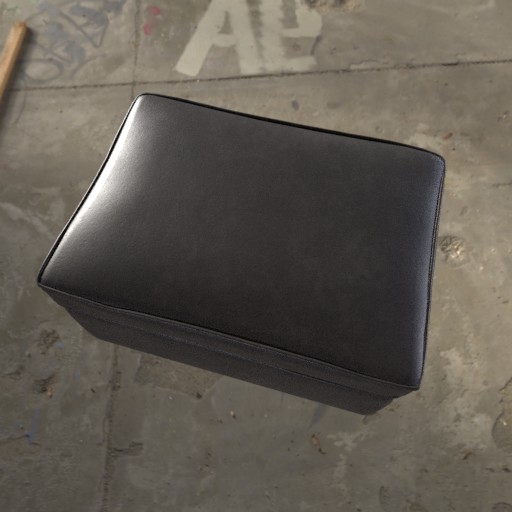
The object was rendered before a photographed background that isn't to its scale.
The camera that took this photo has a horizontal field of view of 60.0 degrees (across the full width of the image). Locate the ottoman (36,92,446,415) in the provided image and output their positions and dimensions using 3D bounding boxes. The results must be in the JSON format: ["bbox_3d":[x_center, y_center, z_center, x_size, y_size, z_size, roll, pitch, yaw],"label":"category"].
[{"bbox_3d":[0.000,0.000,1.089,0.756,0.445,0.554,14,64,7],"label":"ottoman"}]
